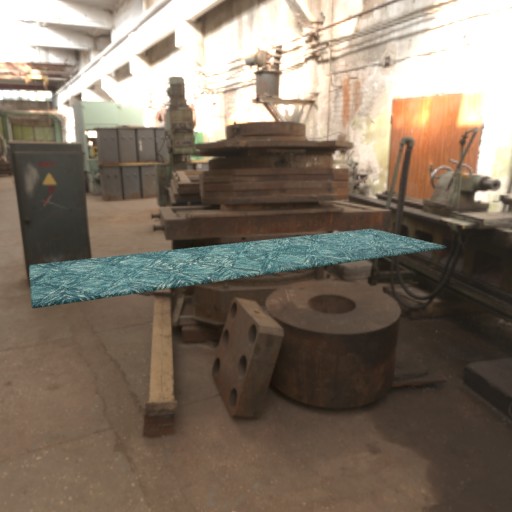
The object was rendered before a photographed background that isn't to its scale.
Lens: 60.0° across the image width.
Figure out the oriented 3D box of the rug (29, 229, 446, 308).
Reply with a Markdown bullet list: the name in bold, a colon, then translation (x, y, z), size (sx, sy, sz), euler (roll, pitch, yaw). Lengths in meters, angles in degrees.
- **rug**: translation (0.000, 0.000, 2.502), size (2.286, 0.016, 0.676), euler (-7, 16, -26)
